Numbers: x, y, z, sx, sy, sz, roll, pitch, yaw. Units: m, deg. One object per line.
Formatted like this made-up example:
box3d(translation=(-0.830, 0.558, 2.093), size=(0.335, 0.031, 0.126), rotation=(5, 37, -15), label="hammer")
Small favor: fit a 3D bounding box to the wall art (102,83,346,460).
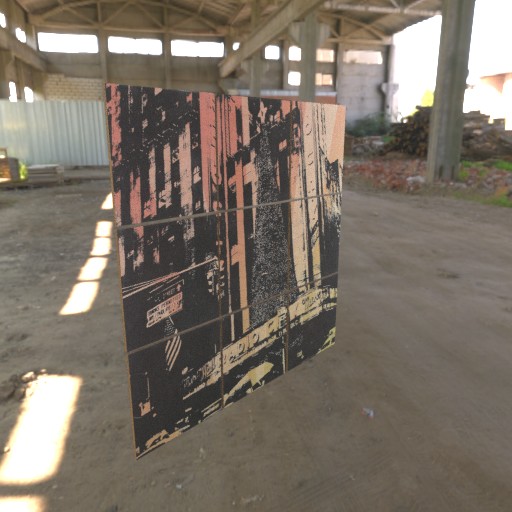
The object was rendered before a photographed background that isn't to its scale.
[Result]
box3d(translation=(0.000, 0.000, 1.357), size=(0.010, 0.917, 0.919), rotation=(14, 20, 41), label="wall art")
